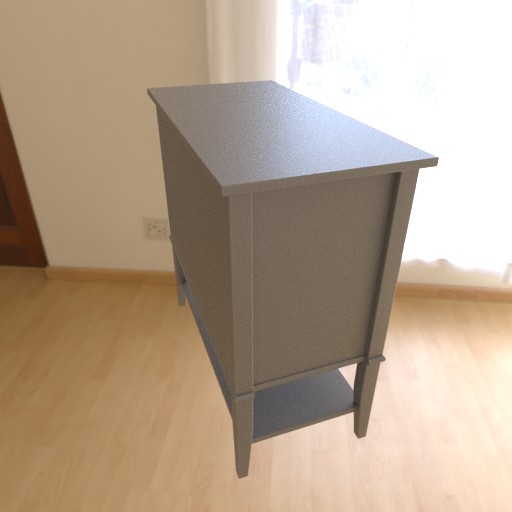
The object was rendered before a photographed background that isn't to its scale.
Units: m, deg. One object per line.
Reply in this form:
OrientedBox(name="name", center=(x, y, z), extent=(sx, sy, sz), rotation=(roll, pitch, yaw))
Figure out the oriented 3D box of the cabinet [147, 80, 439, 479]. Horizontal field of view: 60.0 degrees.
OrientedBox(name="cabinet", center=(0.000, 0.000, 1.242), extent=(0.396, 0.780, 0.801), rotation=(-11, 33, -17))
